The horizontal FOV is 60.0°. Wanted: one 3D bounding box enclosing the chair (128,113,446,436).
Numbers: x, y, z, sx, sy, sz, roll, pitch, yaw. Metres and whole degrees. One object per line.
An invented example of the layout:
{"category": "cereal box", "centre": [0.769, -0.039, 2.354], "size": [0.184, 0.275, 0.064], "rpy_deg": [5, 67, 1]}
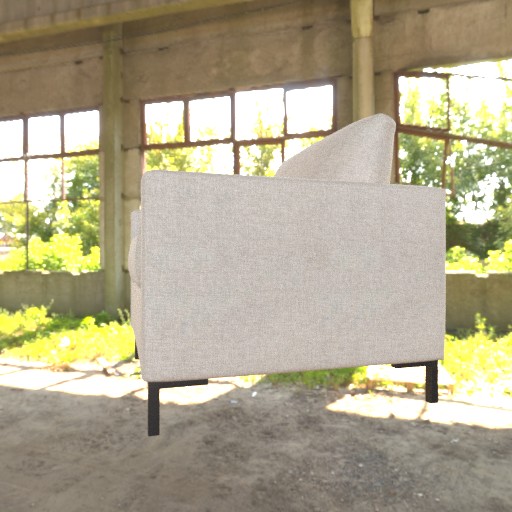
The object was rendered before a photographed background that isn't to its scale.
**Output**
{"category": "chair", "centre": [0.000, 0.000, 1.580], "size": [0.866, 0.861, 0.963], "rpy_deg": [0, -1, -17]}
